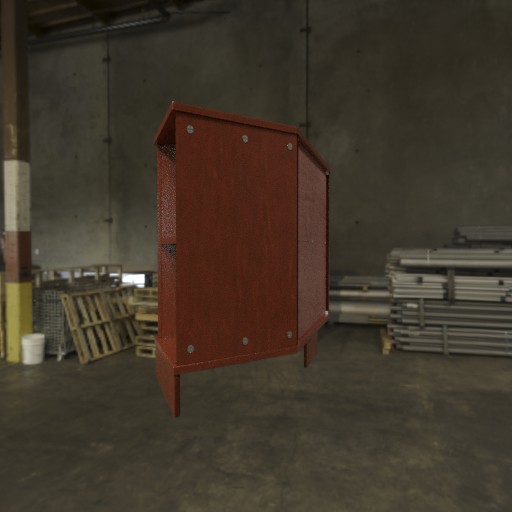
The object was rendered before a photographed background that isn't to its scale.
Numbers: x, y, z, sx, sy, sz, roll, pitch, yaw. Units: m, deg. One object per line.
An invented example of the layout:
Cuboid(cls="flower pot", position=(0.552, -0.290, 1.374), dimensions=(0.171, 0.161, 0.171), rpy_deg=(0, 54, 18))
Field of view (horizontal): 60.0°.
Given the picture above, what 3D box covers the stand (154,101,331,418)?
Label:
Cuboid(cls="stand", position=(0.000, 0.000, 1.367), dimensions=(0.381, 0.614, 1.072), rpy_deg=(0, 1, 17))
